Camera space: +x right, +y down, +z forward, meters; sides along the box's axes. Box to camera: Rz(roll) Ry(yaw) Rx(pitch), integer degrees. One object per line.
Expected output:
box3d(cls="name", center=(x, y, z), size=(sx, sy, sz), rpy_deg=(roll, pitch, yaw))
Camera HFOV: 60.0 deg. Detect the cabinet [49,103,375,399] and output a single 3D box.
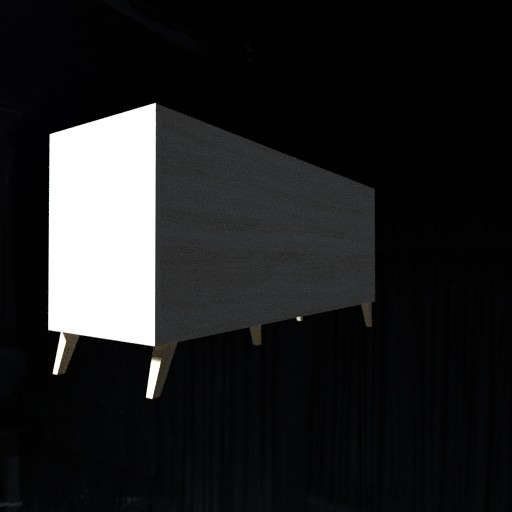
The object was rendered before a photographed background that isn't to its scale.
box3d(cls="cabinet", center=(0.000, 0.000, 1.981), size=(0.500, 0.780, 1.649), rpy_deg=(-1, -1, 35))
